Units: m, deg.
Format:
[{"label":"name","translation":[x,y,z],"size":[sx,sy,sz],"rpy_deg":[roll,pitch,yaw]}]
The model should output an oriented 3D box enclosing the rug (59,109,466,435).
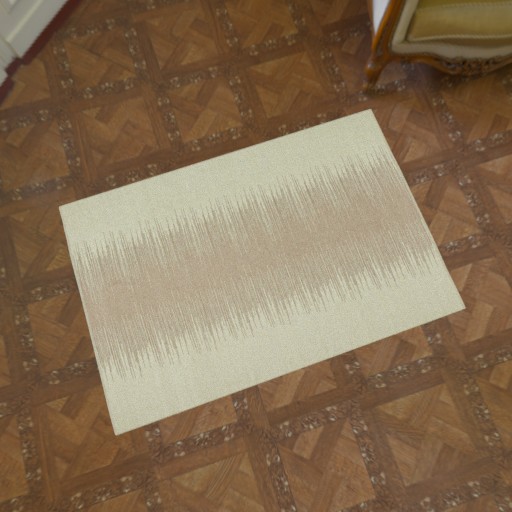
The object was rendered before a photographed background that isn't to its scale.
[{"label":"rug","translation":[0.000,0.000,2.339],"size":[1.850,0.006,1.234],"rpy_deg":[-19,75,-5]}]
